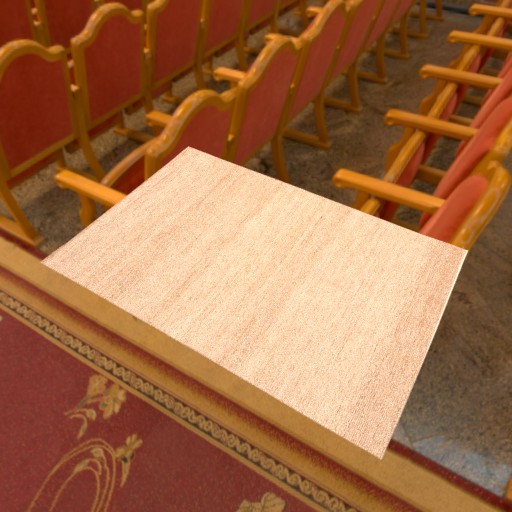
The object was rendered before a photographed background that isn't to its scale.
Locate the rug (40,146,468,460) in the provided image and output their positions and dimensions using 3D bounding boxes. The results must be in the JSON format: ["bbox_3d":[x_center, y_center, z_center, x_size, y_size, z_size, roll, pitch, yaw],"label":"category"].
[{"bbox_3d":[0.000,0.000,2.906,2.346,0.029,1.574,24,51,21],"label":"rug"}]
